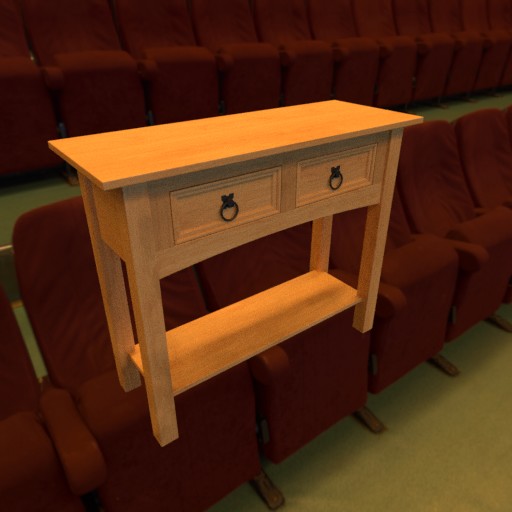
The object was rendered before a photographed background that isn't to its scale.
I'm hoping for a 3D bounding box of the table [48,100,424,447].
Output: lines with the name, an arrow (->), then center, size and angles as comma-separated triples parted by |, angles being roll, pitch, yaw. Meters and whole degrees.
table -> 0.000, 0.000, 1.275 | 0.900, 0.728, 0.340 | -20, 34, -32
